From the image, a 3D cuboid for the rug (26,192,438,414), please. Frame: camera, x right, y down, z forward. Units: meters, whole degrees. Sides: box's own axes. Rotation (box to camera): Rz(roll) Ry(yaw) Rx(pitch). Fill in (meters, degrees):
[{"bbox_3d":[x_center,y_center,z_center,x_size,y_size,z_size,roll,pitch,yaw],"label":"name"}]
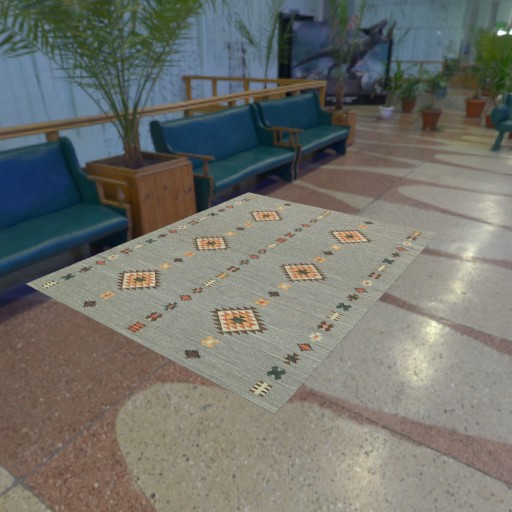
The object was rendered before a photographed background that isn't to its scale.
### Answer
[{"bbox_3d":[0.000,0.000,4.079,2.425,0.008,3.035,17,30,32],"label":"rug"}]
